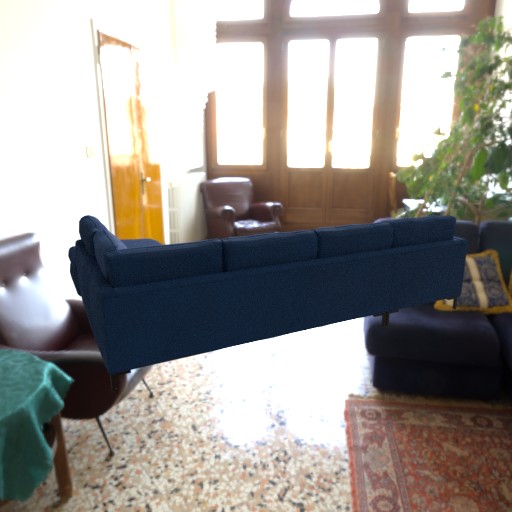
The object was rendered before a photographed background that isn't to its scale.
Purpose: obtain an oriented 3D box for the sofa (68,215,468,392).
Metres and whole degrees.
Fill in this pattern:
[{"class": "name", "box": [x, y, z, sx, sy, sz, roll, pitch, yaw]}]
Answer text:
[{"class": "sofa", "box": [0.000, 0.000, 3.307, 2.486, 0.687, 1.707, -7, 17, -26]}]
